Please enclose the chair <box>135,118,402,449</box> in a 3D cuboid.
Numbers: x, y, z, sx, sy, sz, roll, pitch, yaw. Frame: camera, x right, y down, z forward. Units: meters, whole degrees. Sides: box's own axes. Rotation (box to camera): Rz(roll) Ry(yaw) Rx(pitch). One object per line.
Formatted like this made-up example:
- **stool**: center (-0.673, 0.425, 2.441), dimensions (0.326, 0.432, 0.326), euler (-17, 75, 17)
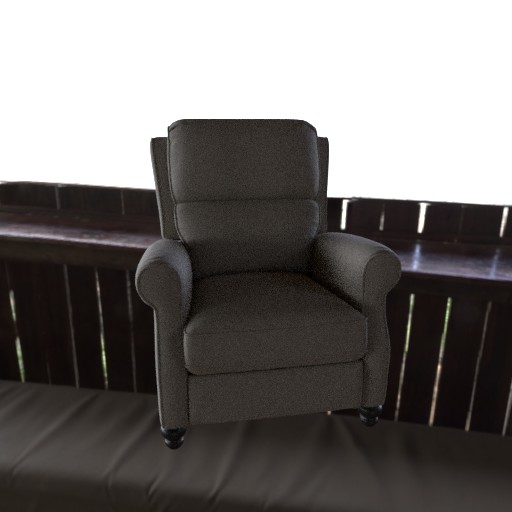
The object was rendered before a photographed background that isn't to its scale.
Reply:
- **chair**: center (0.000, 0.000, 1.737), dimensions (0.859, 1.046, 0.919), euler (-3, 16, -9)
